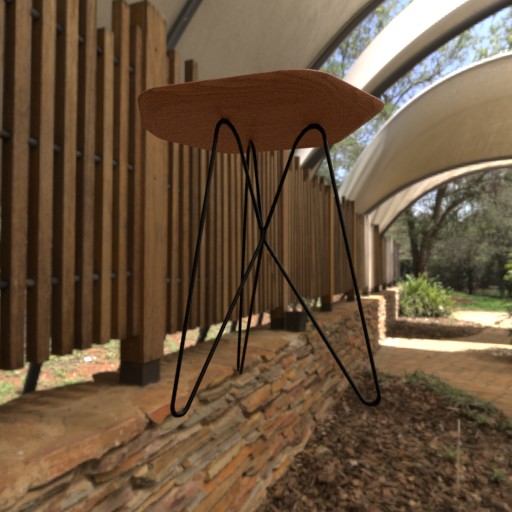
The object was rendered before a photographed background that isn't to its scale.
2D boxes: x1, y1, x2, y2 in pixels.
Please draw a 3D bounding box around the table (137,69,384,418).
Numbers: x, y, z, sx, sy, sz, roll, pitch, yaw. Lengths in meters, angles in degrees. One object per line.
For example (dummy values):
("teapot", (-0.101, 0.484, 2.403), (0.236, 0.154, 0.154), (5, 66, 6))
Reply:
("table", (0.000, 0.000, 0.892), (0.500, 0.562, 0.400), (0, -1, 17))
